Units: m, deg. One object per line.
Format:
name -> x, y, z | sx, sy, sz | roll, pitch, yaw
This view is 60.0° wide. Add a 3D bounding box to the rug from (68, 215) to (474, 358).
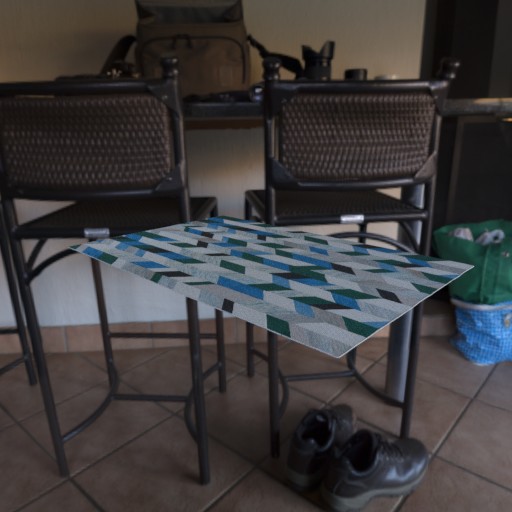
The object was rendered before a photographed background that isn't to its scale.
rug -> 0.000, 0.000, 2.367 | 1.827, 0.005, 1.229 | 15, 22, 41
